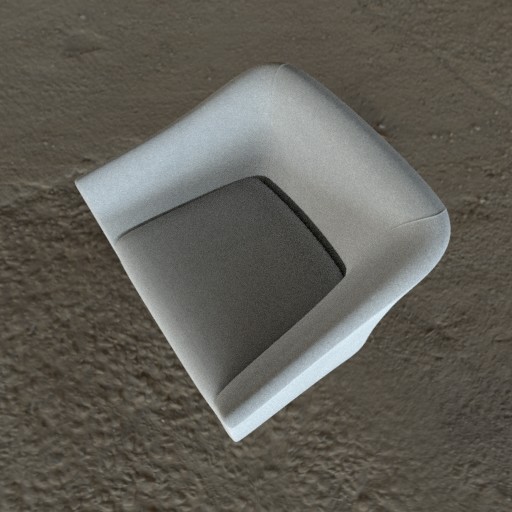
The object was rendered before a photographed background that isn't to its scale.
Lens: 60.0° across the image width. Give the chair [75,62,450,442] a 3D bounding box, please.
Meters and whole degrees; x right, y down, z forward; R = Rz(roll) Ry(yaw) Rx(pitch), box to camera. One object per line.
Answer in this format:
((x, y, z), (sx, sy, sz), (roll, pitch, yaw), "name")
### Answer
((0.000, 0.000, 1.347), (0.700, 0.720, 0.790), (-32, 67, -15), "chair")
